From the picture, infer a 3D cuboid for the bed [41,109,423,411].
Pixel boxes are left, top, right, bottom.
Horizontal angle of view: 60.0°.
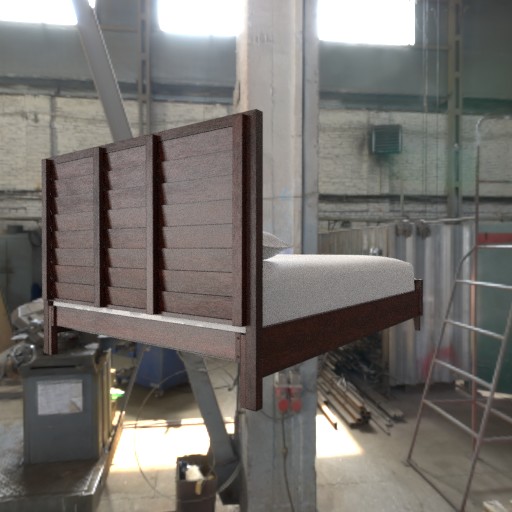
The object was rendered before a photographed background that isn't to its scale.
[{"bbox_3d":[0.000,0.000,3.876,2.040,1.492,2.803,1,1,37],"label":"bed"}]
